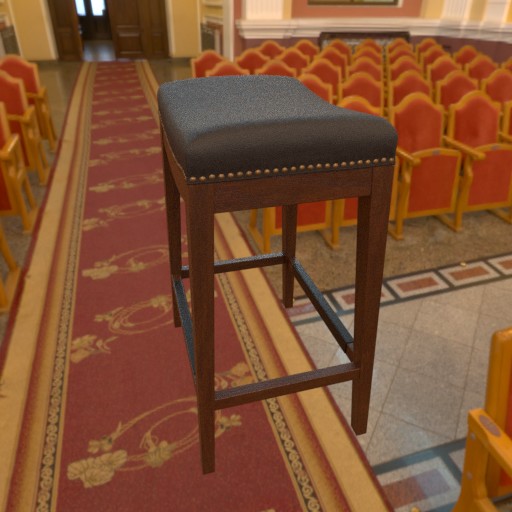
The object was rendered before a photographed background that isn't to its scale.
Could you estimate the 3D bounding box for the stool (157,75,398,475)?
[{"bbox_3d":[0.000,0.000,0.943,0.353,0.664,0.490,-8,31,-14],"label":"stool"}]
